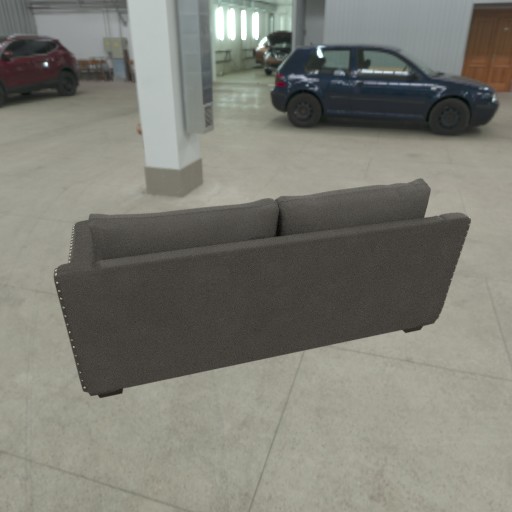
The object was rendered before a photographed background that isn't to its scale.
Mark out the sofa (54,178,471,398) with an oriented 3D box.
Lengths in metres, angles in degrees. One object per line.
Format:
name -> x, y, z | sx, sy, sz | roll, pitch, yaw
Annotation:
sofa -> 0.000, 0.000, 3.292 | 2.550, 1.196, 1.336 | -8, 28, -16
